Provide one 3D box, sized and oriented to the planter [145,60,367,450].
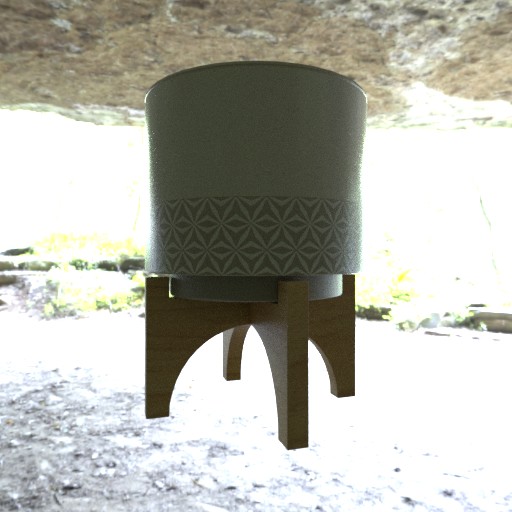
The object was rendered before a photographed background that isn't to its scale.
[{"bbox_3d":[0.000,0.000,0.388,0.188,0.260,0.188,0,0,0],"label":"planter"}]
